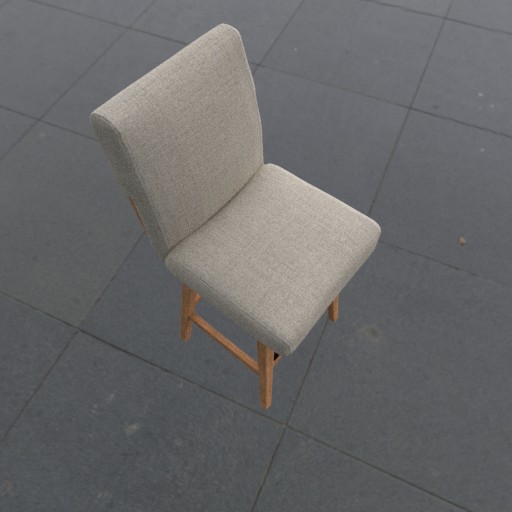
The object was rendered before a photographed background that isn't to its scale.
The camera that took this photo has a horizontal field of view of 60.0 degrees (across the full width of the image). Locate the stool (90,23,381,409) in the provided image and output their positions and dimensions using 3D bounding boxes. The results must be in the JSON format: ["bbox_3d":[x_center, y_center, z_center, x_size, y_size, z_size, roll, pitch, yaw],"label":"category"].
[{"bbox_3d":[0.000,0.000,1.361,0.569,1.106,0.483,35,65,19],"label":"stool"}]
